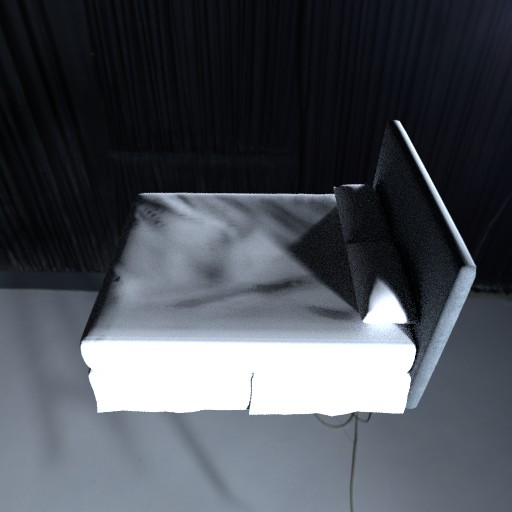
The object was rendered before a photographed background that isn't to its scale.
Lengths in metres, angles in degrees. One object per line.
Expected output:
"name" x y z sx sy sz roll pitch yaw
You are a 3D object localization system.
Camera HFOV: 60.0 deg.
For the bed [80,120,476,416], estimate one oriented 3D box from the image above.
"bed" 0.000 0.000 3.126 2.142 1.330 1.713 1 41 1
